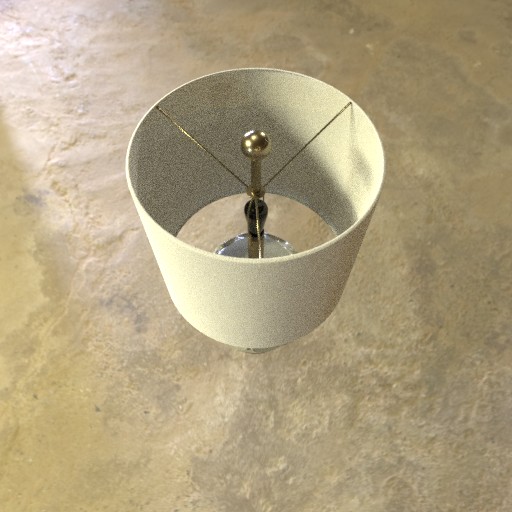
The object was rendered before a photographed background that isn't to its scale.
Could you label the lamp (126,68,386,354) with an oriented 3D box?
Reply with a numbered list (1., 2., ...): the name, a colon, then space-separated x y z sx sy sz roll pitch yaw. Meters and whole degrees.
1. lamp: 0.000 0.000 0.611 0.254 0.452 0.254 0 59 0
